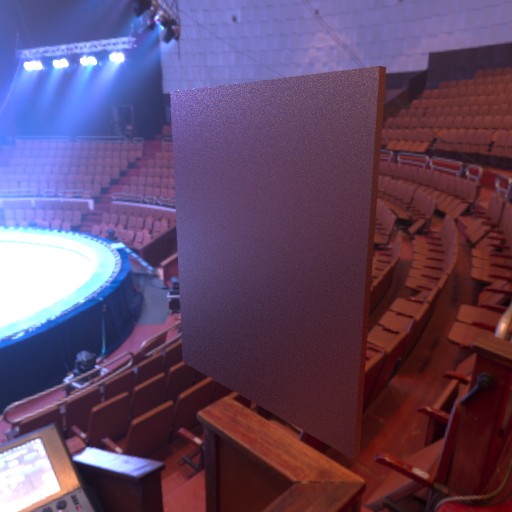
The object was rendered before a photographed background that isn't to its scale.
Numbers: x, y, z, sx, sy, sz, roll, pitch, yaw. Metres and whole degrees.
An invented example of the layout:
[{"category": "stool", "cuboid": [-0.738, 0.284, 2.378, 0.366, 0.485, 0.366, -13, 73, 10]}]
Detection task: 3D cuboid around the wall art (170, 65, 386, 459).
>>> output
[{"category": "wall art", "cuboid": [0.000, 0.000, 1.423, 0.816, 1.046, 0.030, 14, 20, 43]}]
